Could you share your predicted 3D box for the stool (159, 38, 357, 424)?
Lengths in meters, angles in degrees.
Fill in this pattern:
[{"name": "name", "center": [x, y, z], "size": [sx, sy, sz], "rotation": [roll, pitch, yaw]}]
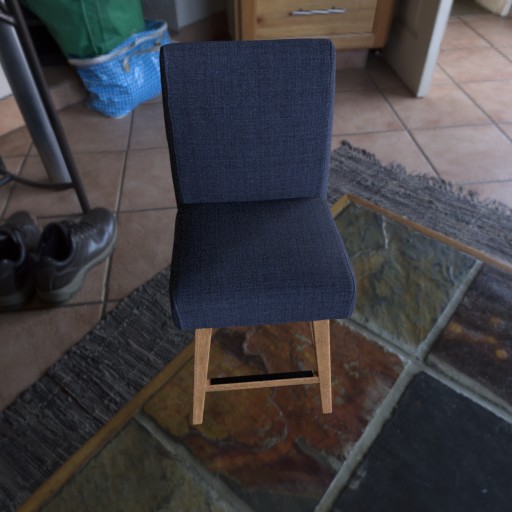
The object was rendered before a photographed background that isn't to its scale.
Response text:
[{"name": "stool", "center": [0.000, 0.000, 1.268], "size": [0.459, 1.010, 0.526], "rotation": [-4, 46, -3]}]
